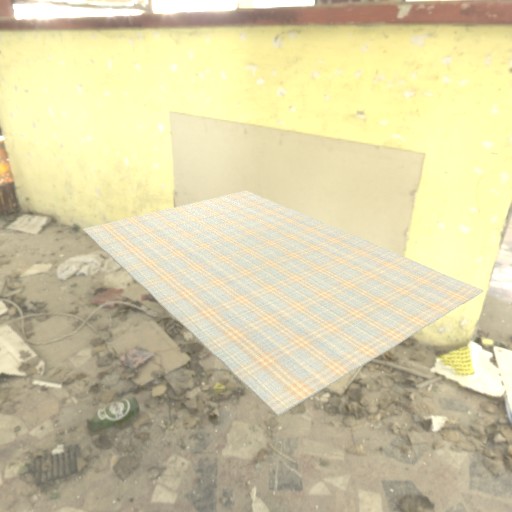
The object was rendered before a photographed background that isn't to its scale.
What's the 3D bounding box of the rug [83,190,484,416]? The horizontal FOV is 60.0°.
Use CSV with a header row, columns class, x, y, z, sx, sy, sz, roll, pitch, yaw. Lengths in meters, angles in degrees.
class,x,y,z,sx,sy,sz,roll,pitch,yaw
rug,0.000,0.000,2.337,1.231,0.012,1.835,-19,32,-33
